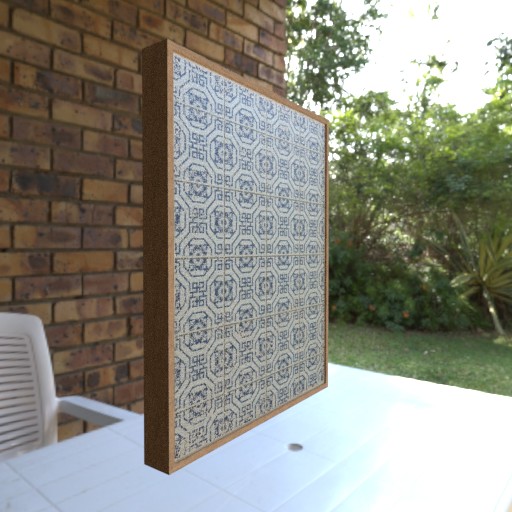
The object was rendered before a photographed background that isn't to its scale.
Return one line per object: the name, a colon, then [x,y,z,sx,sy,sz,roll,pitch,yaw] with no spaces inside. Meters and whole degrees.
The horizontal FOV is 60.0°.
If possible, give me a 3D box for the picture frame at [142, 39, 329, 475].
picture frame: [0.000,0.000,0.717,0.046,0.526,0.421,1,2,36]
